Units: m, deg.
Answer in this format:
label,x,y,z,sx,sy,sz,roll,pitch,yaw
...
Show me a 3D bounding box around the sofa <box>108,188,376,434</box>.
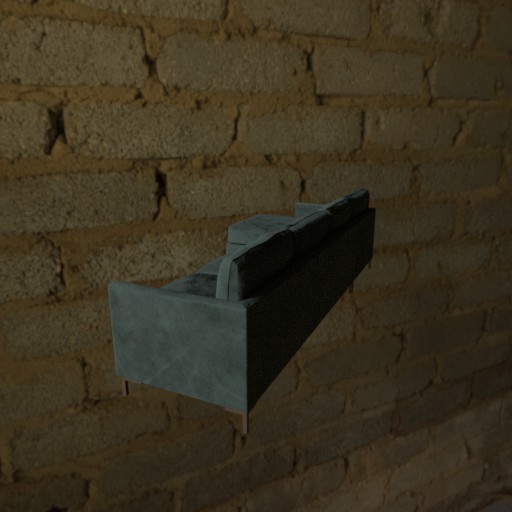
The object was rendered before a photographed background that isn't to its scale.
label,x,y,z,sx,sy,sz,roll,pitch,yaw
sofa,0.000,0.000,4.035,1.500,0.967,3.400,7,17,24
